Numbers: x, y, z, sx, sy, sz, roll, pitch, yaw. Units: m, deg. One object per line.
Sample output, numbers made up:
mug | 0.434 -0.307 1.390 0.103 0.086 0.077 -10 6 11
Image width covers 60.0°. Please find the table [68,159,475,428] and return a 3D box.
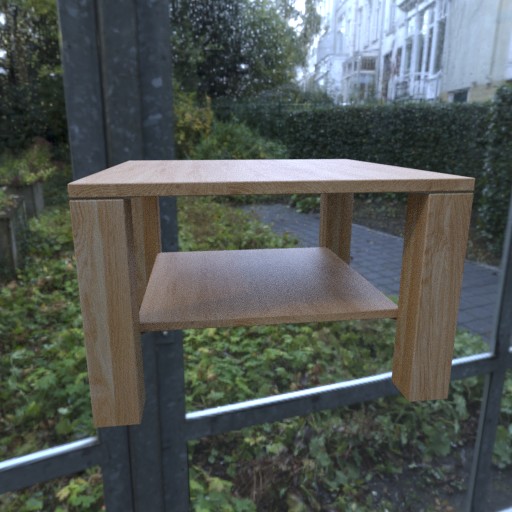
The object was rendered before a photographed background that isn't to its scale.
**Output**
table | 0.000 0.000 1.141 0.700 0.450 0.700 -2 15 -7
